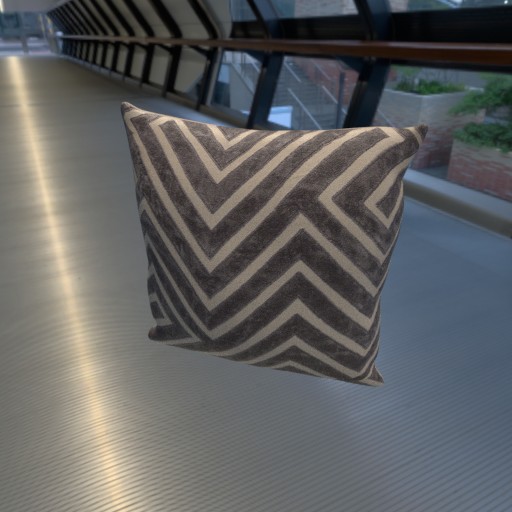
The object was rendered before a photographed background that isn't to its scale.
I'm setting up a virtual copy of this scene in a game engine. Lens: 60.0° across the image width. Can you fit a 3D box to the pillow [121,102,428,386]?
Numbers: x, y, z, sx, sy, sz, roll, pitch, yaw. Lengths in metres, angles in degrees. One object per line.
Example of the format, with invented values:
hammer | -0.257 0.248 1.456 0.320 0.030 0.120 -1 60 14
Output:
pillow | 0.000 0.000 0.692 0.440 0.441 0.182 8 29 16
